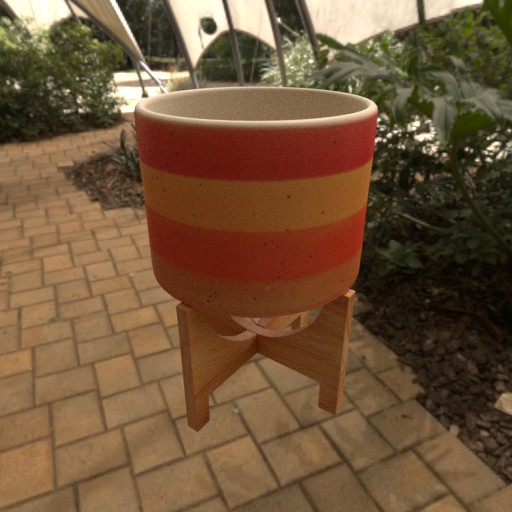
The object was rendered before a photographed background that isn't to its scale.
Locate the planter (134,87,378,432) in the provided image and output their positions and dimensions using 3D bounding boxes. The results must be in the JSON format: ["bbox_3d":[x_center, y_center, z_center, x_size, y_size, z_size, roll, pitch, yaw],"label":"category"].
[{"bbox_3d":[0.000,0.000,0.565,0.269,0.379,0.269,0,27,0],"label":"planter"}]
